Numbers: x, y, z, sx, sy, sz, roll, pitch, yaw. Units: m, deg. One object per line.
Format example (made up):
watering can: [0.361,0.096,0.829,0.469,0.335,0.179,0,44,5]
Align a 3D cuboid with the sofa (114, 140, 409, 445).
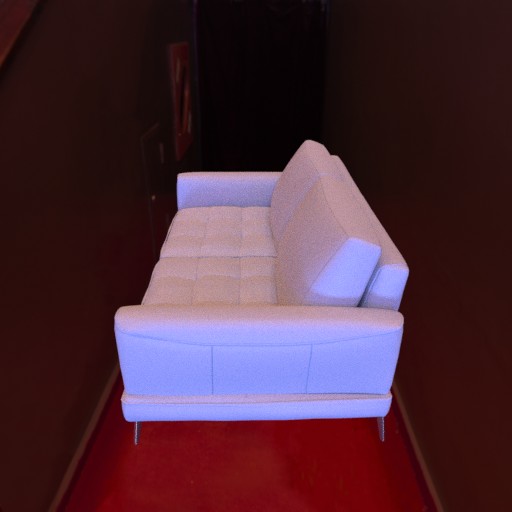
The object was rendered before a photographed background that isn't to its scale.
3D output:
sofa: [0.000,0.000,2.421,1.121,0.930,1.819,0,28,-1]
